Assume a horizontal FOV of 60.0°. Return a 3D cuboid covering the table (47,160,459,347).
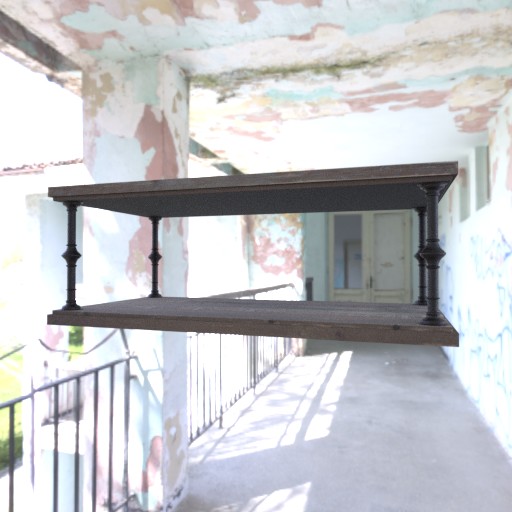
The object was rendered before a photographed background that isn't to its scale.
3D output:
[{"bbox_3d":[0.000,0.000,1.377,1.088,0.399,0.554,0,-1,18],"label":"table"}]
